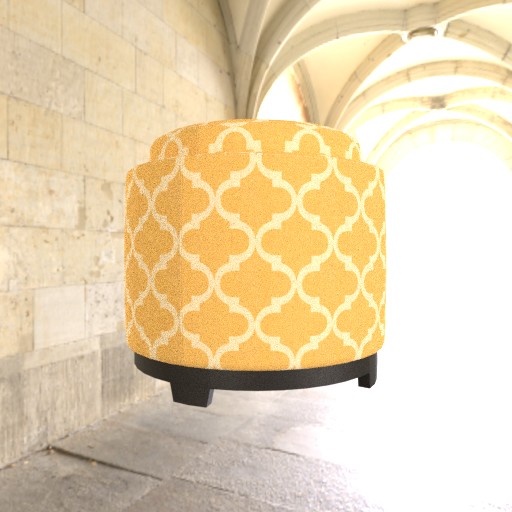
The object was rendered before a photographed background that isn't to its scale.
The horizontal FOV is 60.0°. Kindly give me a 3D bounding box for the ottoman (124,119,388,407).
[{"bbox_3d":[0.000,0.000,0.841,0.480,0.429,0.480,0,1,0],"label":"ottoman"}]
